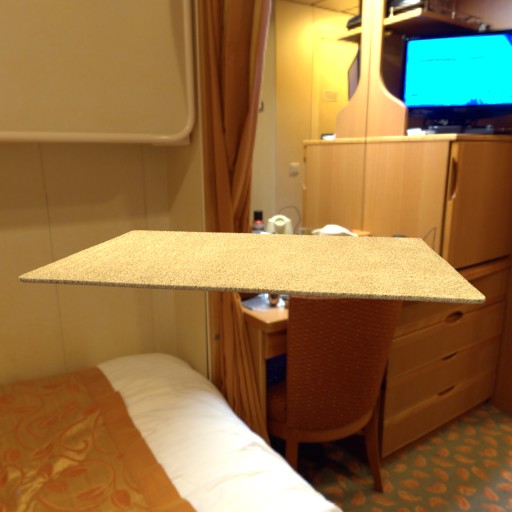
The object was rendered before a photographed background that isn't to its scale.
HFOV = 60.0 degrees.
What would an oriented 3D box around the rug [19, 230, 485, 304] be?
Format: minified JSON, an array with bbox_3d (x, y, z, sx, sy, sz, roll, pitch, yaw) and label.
[{"bbox_3d":[0.000,0.000,2.885,2.349,0.025,1.500,2,13,9],"label":"rug"}]
